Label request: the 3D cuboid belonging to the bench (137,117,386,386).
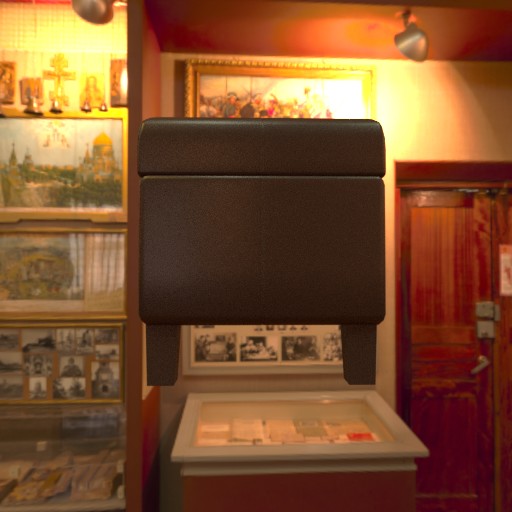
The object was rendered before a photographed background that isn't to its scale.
[{"bbox_3d":[0.000,0.000,1.278,0.429,0.457,1.092,0,-1,-1],"label":"bench"}]
